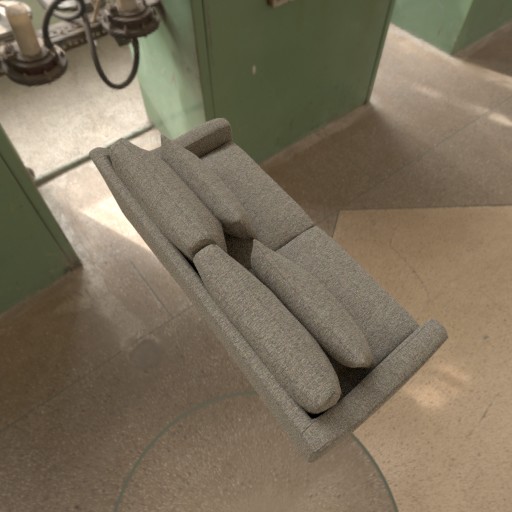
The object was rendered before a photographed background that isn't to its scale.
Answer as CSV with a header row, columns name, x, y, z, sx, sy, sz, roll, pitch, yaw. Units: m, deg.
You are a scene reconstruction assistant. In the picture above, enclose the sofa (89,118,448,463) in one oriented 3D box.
name,x,y,z,sx,sy,sz,roll,pitch,yaw
sofa,0.000,0.000,2.982,1.103,0.998,2.418,-32,63,-19
